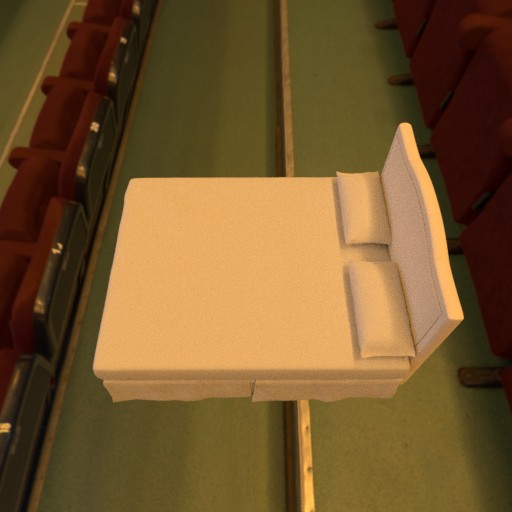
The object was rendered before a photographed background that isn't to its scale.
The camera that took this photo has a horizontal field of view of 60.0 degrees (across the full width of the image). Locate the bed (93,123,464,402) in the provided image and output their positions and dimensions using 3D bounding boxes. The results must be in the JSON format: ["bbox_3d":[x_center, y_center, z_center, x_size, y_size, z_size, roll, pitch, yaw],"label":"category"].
[{"bbox_3d":[0.000,0.000,3.602,2.477,1.437,1.977,0,58,0],"label":"bed"}]
